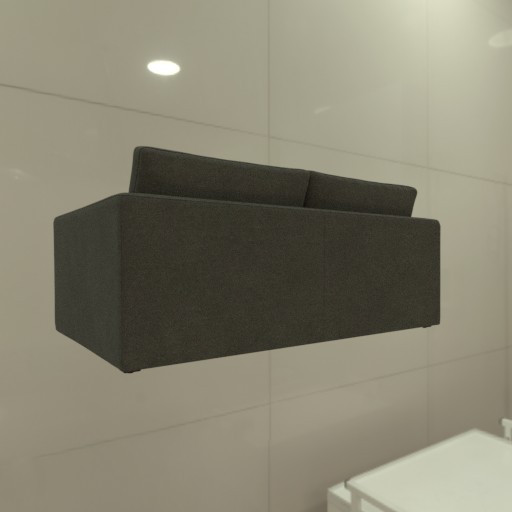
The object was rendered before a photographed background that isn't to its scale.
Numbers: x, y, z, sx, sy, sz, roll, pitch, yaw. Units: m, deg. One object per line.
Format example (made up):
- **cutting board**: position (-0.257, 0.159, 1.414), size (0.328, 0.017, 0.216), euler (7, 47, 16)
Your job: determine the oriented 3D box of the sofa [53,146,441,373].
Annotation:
- **sofa**: position (0.000, 0.000, 2.485), size (1.909, 0.845, 1.091), euler (0, 0, -35)
